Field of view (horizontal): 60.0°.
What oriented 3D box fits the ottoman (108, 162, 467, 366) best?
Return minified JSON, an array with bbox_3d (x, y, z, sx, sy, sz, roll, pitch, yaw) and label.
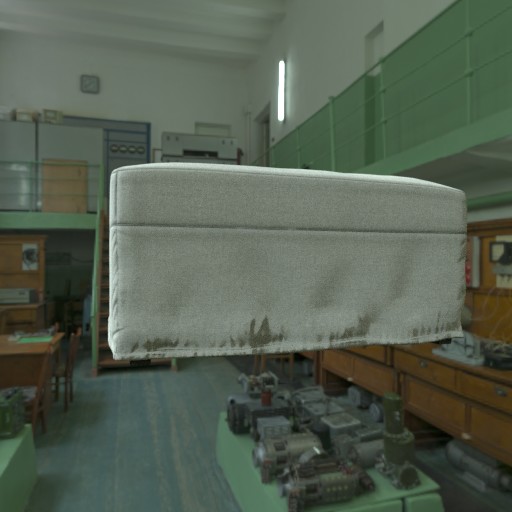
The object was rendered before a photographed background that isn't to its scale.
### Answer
[{"bbox_3d":[0.000,0.000,1.329,0.840,0.436,0.843,0,-1,-18],"label":"ottoman"}]
